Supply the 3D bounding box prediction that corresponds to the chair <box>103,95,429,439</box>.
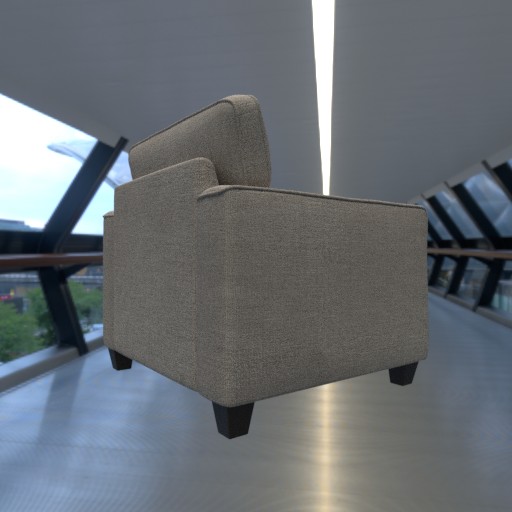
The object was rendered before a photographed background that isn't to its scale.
[{"bbox_3d":[0.000,0.000,1.788,0.939,0.965,1.015,0,0,-37],"label":"chair"}]
